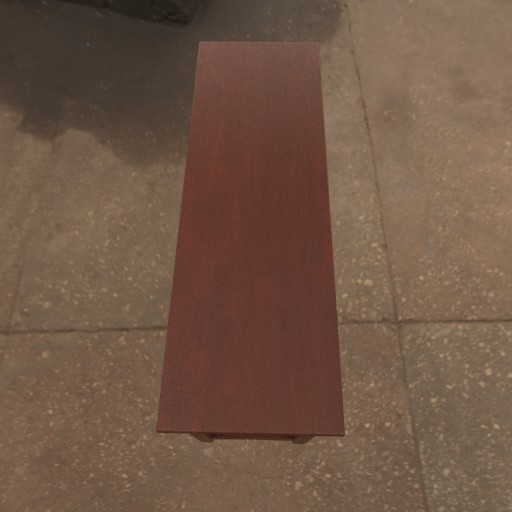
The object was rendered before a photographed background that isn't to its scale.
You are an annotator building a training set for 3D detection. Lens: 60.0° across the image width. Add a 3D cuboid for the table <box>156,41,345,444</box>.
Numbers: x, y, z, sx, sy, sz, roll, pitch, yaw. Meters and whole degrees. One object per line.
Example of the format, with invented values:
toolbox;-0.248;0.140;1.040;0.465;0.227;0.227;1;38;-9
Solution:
table;0.000;0.000;1.506;0.392;0.739;1.188;1;63;0
